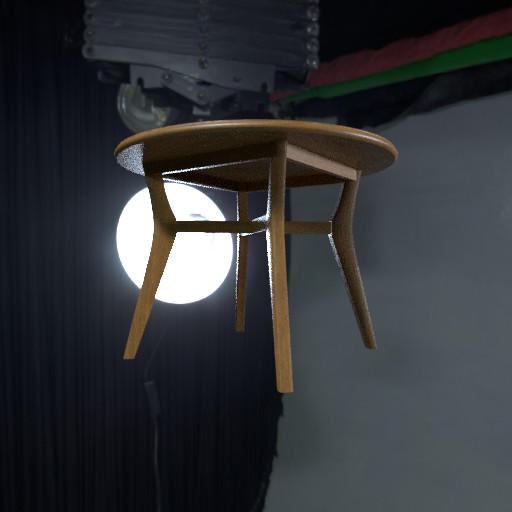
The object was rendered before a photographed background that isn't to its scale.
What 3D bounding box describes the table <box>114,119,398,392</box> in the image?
[{"bbox_3d":[0.000,0.000,1.734,1.055,0.757,1.055,0,1,0],"label":"table"}]
